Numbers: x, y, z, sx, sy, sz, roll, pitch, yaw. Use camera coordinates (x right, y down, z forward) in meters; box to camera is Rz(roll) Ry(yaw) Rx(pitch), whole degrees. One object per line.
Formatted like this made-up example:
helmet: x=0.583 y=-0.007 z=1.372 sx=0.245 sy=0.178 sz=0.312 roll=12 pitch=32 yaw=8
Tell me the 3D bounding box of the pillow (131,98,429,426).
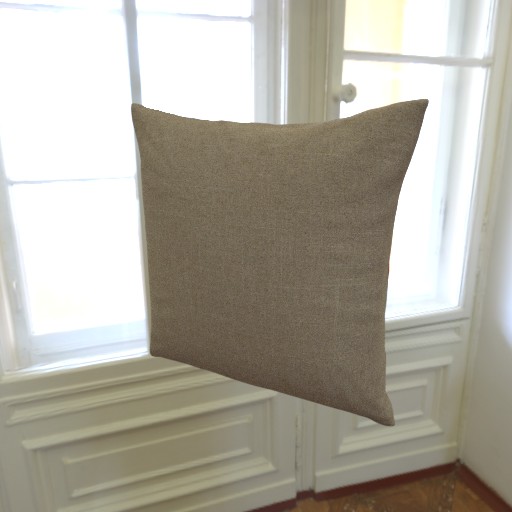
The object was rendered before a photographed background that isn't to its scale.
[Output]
pillow: x=0.000 y=0.000 z=0.767 sx=0.513 sy=0.511 sz=0.158 roll=8 pitch=18 yaw=26
